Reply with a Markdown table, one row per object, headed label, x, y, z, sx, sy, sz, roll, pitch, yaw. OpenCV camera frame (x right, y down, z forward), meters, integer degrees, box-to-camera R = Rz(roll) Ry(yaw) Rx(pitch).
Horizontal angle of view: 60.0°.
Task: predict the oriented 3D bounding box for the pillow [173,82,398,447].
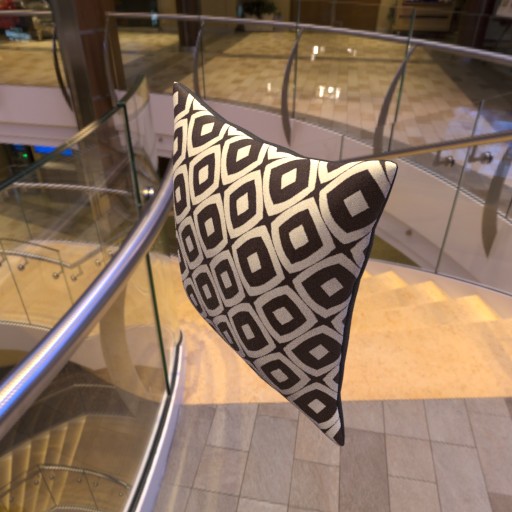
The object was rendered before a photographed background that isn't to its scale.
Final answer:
| label | x | y | z | sx | sy | sz | roll | pitch | yaw |
| --- | --- | --- | --- | --- | --- | --- | --- | --- | --- |
| pillow | 0.000 | 0.000 | 0.767 | 0.188 | 0.494 | 0.504 | -22 | 39 | -29 |
